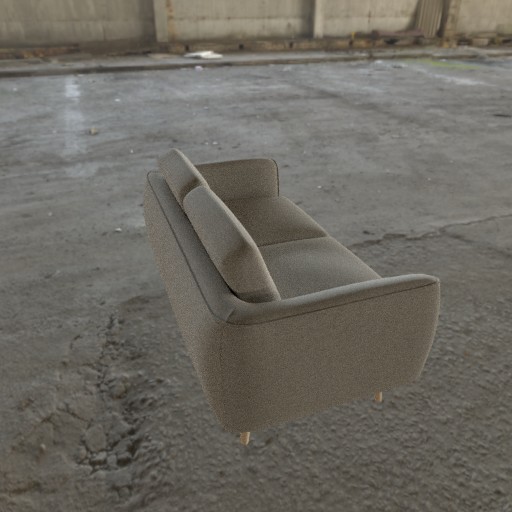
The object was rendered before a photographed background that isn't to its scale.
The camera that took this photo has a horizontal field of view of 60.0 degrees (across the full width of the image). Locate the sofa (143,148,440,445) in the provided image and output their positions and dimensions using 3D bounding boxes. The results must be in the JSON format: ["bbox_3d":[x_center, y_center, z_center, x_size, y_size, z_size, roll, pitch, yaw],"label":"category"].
[{"bbox_3d":[0.000,0.000,2.226,0.920,0.850,1.700,-10,31,-18],"label":"sofa"}]
